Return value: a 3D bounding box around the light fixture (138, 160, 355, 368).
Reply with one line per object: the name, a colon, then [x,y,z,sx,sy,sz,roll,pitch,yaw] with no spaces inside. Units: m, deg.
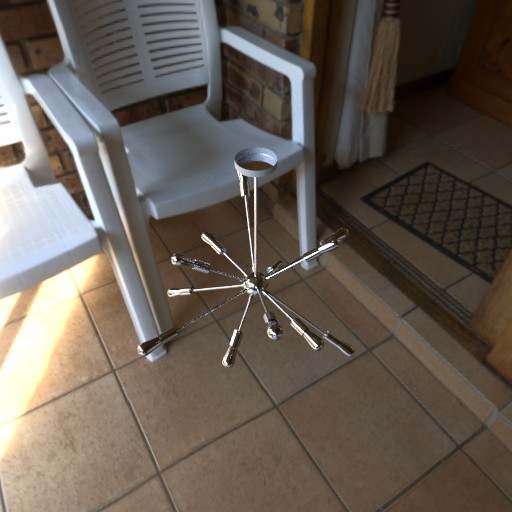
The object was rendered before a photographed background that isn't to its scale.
light fixture: [0.000,0.000,1.092,0.684,0.558,0.509,-29,52,-26]
